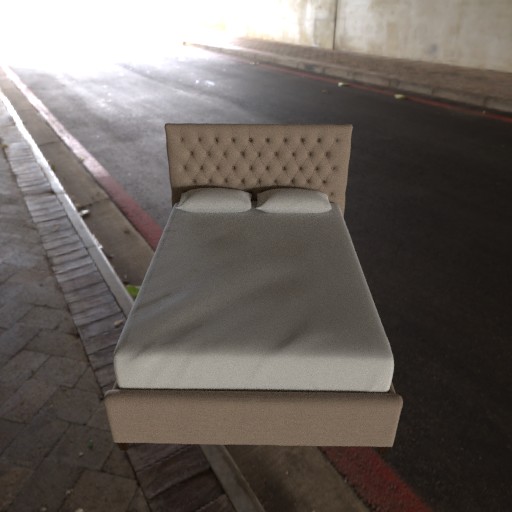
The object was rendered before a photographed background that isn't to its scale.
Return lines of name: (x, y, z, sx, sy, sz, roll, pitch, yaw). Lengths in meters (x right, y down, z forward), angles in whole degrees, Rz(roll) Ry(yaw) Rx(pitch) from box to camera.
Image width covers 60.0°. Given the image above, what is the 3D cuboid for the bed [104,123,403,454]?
bed: (0.000, 0.000, 3.352, 1.698, 1.427, 2.387, 1, 30, 1)
